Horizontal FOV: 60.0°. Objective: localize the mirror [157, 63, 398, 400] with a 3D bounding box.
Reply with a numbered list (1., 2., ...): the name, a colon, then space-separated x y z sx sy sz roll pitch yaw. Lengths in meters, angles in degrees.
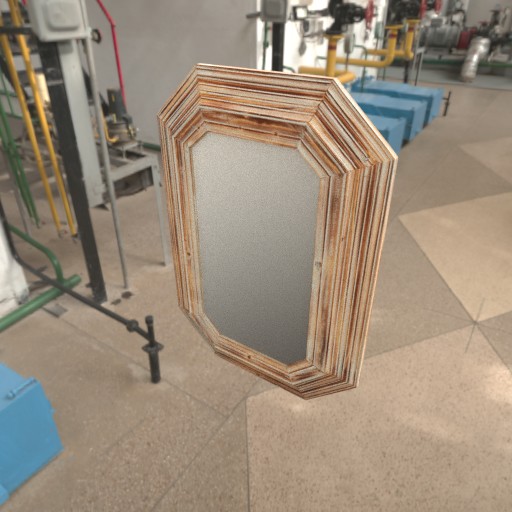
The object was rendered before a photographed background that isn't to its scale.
1. mirror: 0.000 0.000 1.306 0.709 1.015 0.061 19 36 28
